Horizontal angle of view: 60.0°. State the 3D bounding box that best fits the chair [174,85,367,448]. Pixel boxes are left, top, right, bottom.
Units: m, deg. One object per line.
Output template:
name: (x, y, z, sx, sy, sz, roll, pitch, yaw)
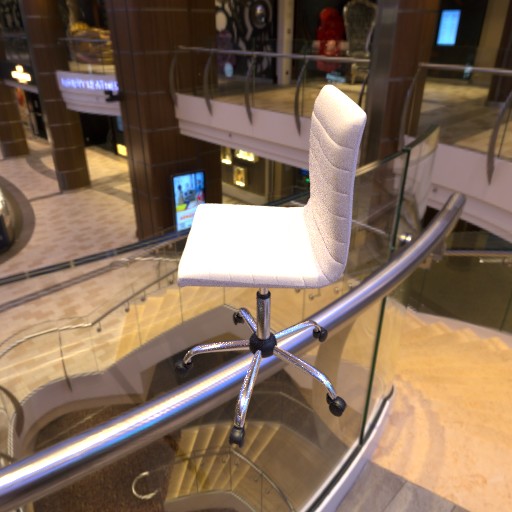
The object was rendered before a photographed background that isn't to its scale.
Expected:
chair: (0.000, 0.000, 1.078, 0.455, 0.750, 0.520, 0, 28, 0)
